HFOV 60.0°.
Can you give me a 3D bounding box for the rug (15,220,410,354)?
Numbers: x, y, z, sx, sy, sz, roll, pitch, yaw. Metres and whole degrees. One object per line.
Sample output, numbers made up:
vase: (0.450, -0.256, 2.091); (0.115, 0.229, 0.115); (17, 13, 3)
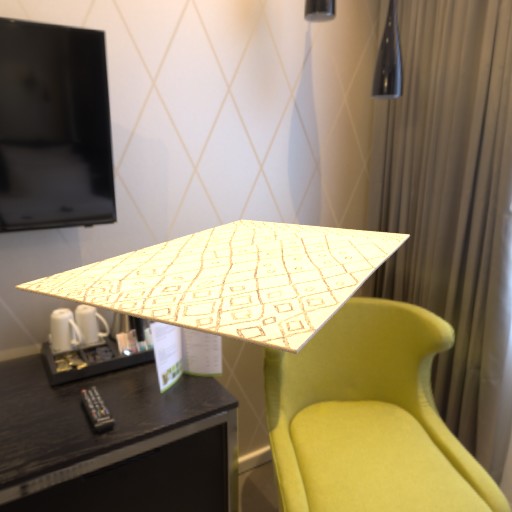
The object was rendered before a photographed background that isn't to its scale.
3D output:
rug: (0.000, 0.000, 2.282); (1.222, 0.015, 1.828); (7, 16, 27)
